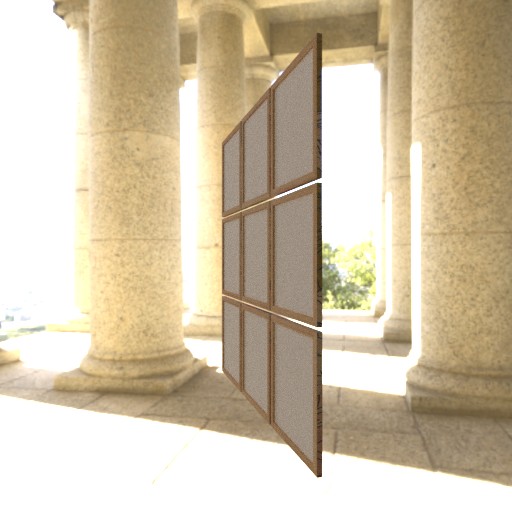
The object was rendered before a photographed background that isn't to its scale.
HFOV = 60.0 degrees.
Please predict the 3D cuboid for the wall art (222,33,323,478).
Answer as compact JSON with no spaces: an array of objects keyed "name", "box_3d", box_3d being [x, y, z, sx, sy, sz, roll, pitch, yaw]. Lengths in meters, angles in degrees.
[{"name":"wall art","box_3d":[0.000,0.000,1.343,0.013,0.913,0.904,0,0,-17]}]
